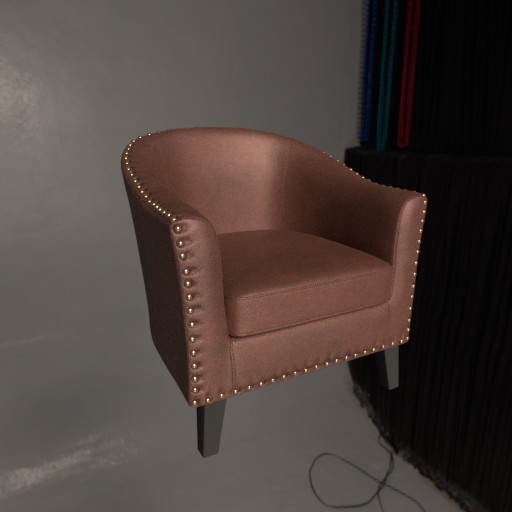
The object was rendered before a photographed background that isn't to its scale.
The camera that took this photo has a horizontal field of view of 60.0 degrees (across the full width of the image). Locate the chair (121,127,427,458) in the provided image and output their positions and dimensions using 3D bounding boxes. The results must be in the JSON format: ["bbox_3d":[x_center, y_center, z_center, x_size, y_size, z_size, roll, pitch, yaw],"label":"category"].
[{"bbox_3d":[0.000,0.000,1.463,0.794,0.823,0.748,-9,18,-28],"label":"chair"}]
